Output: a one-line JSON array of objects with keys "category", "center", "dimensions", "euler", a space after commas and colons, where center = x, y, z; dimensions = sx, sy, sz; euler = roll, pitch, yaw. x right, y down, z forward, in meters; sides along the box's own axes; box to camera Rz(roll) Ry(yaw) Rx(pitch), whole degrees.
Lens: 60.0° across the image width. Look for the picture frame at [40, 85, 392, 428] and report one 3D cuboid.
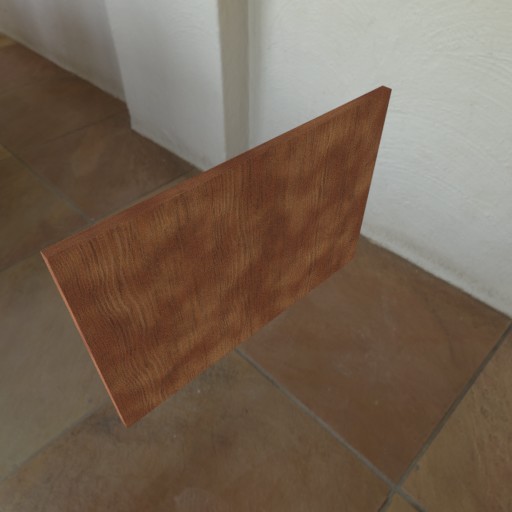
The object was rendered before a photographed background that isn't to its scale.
[{"category": "picture frame", "center": [0.000, 0.000, 1.187], "dimensions": [0.950, 0.640, 0.029], "euler": [-33, 53, -28]}]
